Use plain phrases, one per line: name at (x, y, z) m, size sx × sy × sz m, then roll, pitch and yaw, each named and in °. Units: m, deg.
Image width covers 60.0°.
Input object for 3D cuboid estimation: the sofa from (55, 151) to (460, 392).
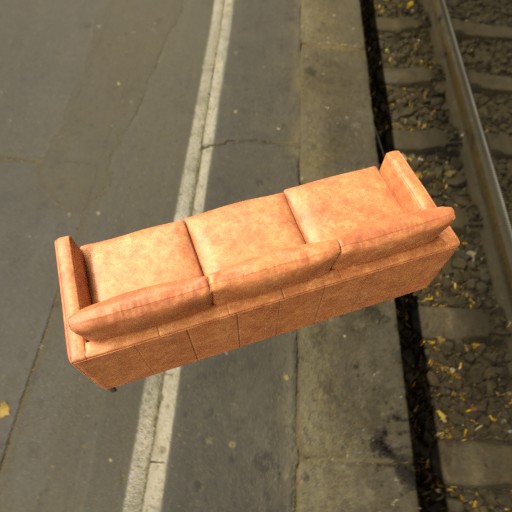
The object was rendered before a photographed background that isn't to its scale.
sofa at (0.000, 0.000, 2.470) m, size 2.029 × 0.863 × 0.748 m, roll -16°, pitch 61°, yaw -9°
